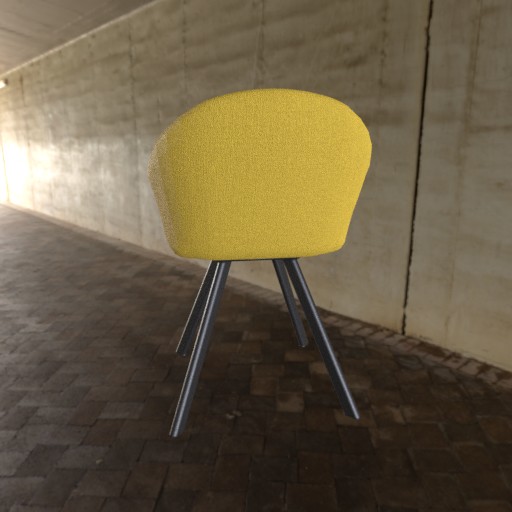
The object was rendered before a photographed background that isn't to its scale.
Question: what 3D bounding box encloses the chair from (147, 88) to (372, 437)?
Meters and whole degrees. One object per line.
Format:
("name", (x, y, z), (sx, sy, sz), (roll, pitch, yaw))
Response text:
("chair", (0.000, 0.000, 1.175), (0.545, 0.775, 0.565), (-2, 14, -9))
